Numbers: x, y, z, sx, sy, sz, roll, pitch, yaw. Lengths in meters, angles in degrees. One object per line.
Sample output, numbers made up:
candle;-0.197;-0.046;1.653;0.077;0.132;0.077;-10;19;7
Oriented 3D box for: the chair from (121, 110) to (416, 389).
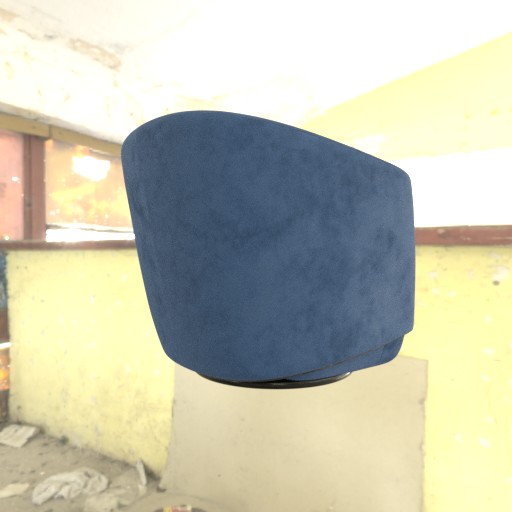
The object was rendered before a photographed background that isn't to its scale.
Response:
chair;0.000;0.000;1.363;0.767;0.698;0.773;0;0;-37
